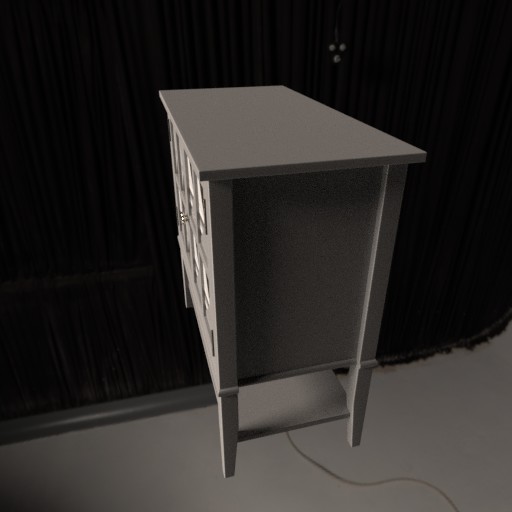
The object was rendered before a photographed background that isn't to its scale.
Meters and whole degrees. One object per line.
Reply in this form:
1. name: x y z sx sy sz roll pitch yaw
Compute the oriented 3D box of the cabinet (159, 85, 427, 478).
1. cabinet: 0.000 0.000 1.245 0.396 0.780 0.801 -7 30 -13
